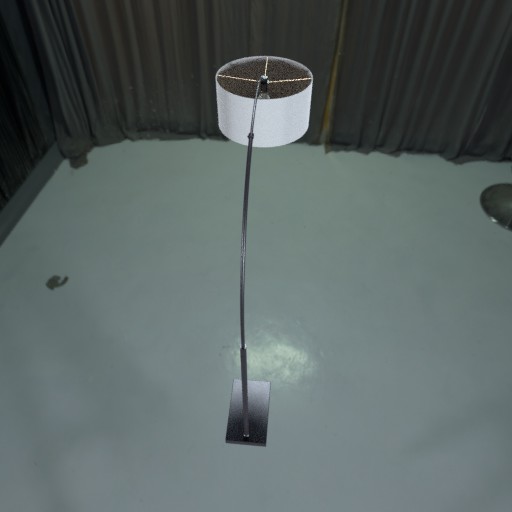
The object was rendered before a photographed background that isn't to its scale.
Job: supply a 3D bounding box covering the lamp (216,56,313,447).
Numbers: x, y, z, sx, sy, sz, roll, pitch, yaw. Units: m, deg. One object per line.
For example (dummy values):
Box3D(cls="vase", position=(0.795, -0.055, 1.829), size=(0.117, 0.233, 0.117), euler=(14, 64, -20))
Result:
Box3D(cls="lamp", position=(0.000, 0.000, 2.548), size=(0.493, 1.927, 1.424), euler=(4, 47, 4))
